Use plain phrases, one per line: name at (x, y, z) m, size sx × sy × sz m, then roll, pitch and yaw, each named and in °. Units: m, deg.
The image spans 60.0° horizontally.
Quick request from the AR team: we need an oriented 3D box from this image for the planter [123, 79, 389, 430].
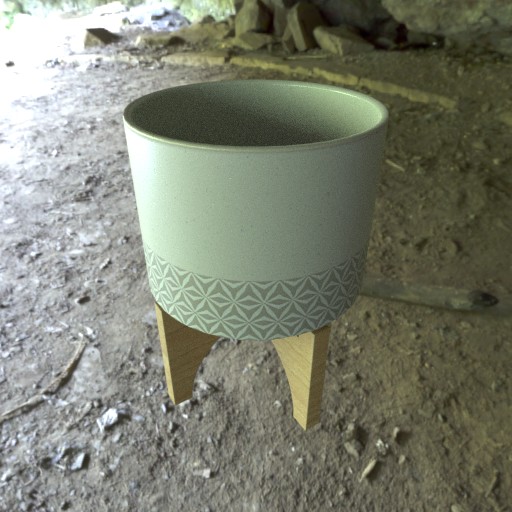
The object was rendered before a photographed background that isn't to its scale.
planter at (0.000, 0.000, 0.392) m, size 0.188 × 0.260 × 0.188 m, roll 0°, pitch 32°, yaw 0°
